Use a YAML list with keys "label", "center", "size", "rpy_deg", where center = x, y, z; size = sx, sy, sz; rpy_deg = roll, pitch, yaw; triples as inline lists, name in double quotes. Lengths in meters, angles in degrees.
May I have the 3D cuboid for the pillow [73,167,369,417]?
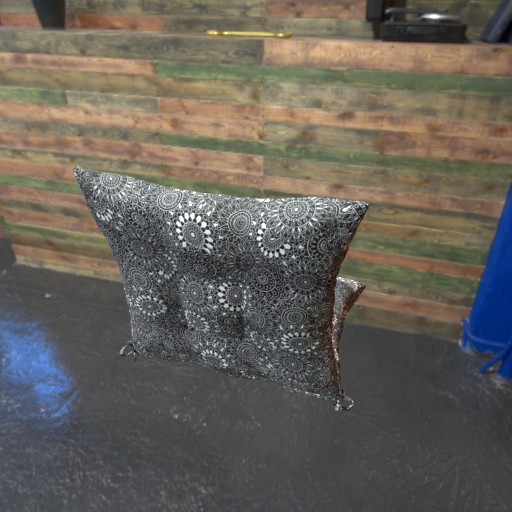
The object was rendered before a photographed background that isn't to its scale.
- label: "pillow"
  center: [0.000, 0.000, 1.031]
  size: [0.541, 0.536, 0.585]
  rpy_deg: [9, 31, 16]
